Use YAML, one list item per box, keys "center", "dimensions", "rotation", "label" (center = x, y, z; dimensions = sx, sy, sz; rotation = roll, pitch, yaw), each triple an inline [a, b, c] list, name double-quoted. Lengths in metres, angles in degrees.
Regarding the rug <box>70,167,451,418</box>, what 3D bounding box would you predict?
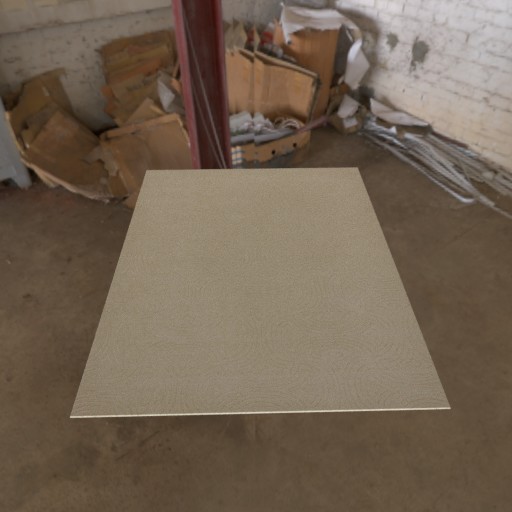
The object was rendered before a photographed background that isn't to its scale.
- center: [0.000, 0.000, 3.377]
  dimensions: [2.073, 0.011, 2.584]
  rotation: [-1, 41, -1]
  label: "rug"
